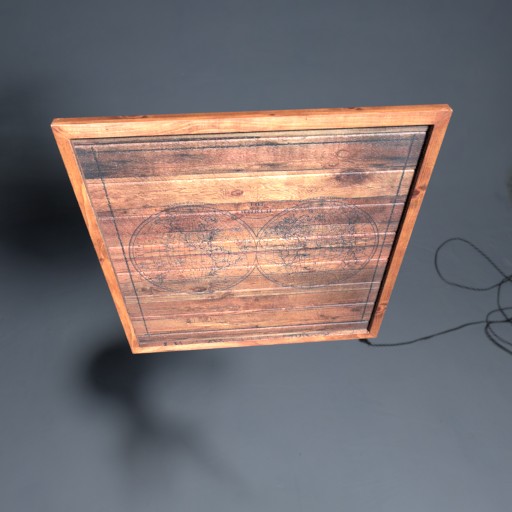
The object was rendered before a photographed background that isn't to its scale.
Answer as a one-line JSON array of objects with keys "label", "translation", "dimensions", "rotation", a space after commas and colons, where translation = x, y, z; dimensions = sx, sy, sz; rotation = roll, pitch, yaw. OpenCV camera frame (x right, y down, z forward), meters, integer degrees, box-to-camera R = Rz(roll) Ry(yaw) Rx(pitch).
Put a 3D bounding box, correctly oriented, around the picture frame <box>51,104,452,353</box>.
[{"label": "picture frame", "translation": [0.000, 0.000, 1.188], "dimensions": [0.810, 0.817, 0.029], "rotation": [-3, 45, -3]}]
